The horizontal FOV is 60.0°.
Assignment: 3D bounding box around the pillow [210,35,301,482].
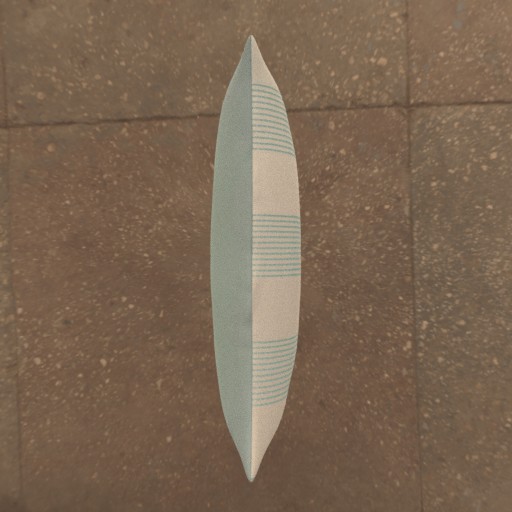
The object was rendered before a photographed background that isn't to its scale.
[{"bbox_3d":[0.000,0.000,0.739,0.151,0.287,0.610,0,90,1],"label":"pillow"}]
